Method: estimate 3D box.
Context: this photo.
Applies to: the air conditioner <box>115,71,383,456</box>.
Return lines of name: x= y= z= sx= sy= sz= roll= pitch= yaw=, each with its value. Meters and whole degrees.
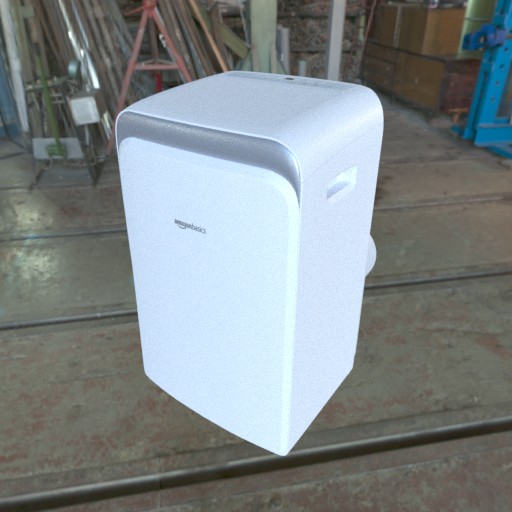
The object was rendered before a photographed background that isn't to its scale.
air conditioner: x=0.000 y=0.000 z=1.062 sx=0.478 sy=0.765 sz=0.467 roll=20 pitch=37 yaw=29
